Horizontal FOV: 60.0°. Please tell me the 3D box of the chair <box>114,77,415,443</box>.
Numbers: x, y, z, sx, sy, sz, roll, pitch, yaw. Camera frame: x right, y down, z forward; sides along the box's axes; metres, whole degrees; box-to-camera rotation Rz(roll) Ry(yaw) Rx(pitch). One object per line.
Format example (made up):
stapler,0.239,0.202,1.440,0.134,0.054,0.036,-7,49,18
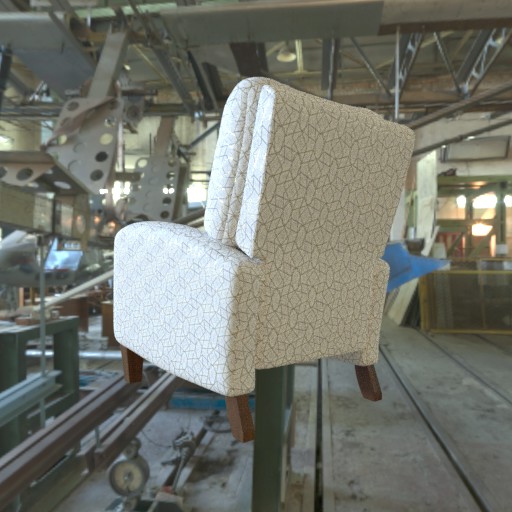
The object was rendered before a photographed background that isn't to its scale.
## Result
chair,0.000,0.000,1.734,0.796,1.064,0.995,0,0,-37
